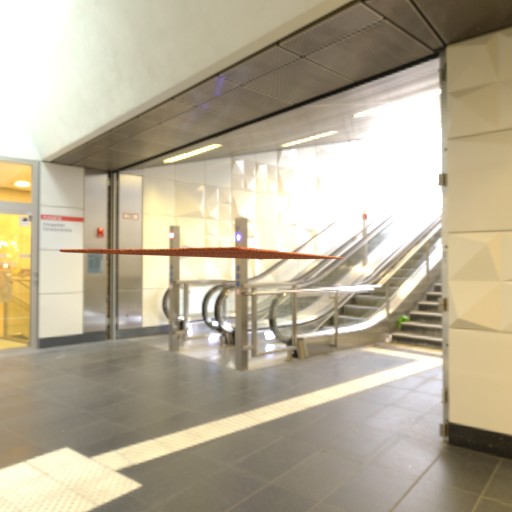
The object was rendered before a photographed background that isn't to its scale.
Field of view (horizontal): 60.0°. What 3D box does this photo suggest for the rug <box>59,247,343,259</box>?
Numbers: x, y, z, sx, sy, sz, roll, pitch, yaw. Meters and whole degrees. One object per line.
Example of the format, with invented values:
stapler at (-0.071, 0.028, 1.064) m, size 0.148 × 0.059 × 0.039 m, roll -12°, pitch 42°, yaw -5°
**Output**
rug at (0.000, 0.000, 2.534) m, size 0.687 × 0.012 × 2.307 m, roll 0°, pitch -1°, yaw 19°
